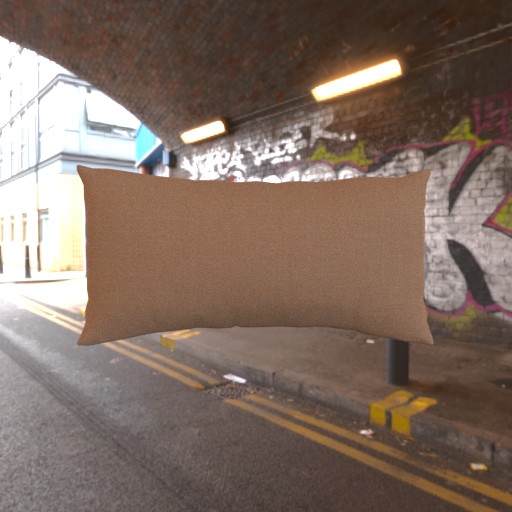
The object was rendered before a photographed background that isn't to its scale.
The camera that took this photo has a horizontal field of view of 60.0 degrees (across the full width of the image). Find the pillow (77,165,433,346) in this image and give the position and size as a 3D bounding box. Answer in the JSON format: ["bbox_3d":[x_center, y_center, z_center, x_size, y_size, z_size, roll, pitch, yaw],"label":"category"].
[{"bbox_3d":[0.000,0.000,0.757,0.612,0.308,0.148,0,2,-1],"label":"pillow"}]
